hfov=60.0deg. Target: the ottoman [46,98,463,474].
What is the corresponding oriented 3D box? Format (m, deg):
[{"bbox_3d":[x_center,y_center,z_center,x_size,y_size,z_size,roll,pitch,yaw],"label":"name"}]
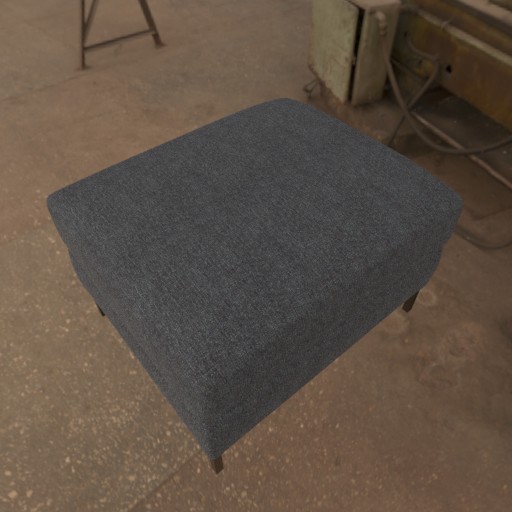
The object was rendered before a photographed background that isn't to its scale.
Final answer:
[{"bbox_3d":[0.000,0.000,1.257,0.831,0.533,0.695,-32,55,-26],"label":"ottoman"}]
